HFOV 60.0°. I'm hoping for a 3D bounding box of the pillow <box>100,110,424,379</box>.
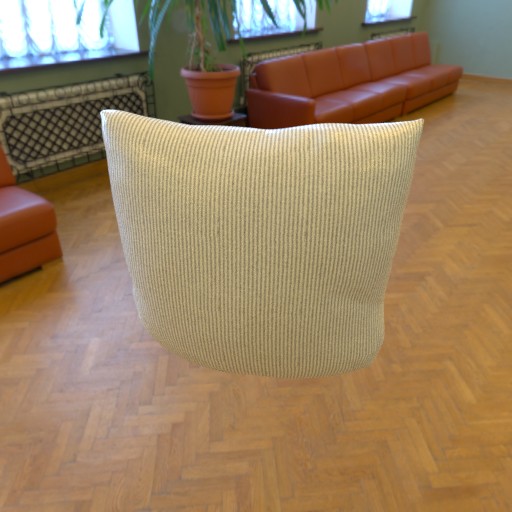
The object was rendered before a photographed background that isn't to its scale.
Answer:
[{"bbox_3d":[0.000,0.000,0.697,0.387,0.432,0.310,23,39,33],"label":"pillow"}]
